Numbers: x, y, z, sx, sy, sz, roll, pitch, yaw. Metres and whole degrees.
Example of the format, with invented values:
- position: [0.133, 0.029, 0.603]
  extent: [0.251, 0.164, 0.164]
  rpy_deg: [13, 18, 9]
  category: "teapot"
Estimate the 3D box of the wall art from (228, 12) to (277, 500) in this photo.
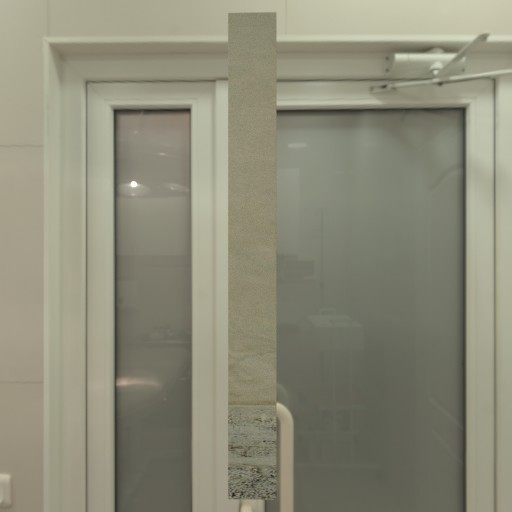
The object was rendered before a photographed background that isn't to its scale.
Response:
- position: [0.000, 0.000, 0.474]
  extent: [0.038, 0.381, 0.254]
  rpy_deg: [0, 0, 1]
  category: "wall art"
